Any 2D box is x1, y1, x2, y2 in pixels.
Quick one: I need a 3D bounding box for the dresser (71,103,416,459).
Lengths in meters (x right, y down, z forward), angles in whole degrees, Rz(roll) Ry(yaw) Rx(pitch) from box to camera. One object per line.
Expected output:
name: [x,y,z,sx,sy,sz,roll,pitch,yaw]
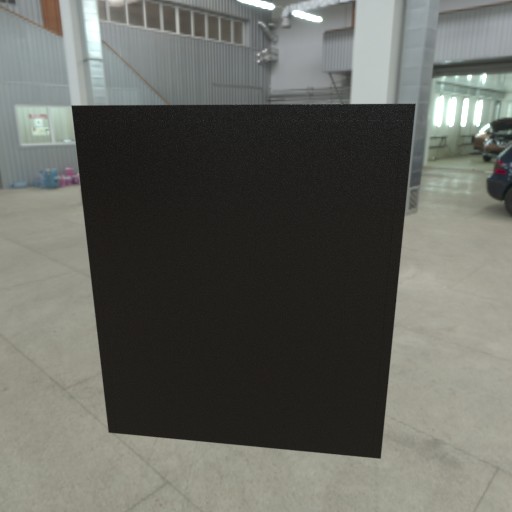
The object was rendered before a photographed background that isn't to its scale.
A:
dresser: [0.000,0.000,0.747,0.400,0.470,0.360,2,17,7]
